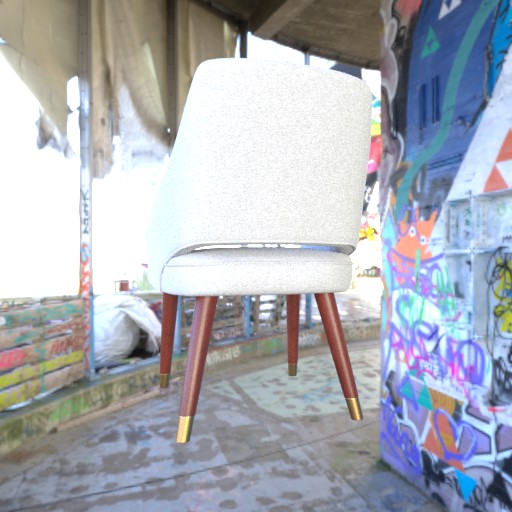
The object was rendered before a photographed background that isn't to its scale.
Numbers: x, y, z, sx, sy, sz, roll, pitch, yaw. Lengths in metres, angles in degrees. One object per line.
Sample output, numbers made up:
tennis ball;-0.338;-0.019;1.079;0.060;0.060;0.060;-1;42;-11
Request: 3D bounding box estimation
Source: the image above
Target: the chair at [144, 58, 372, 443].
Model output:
chair;0.000;0.000;1.296;0.609;0.889;0.600;0;0;-18
